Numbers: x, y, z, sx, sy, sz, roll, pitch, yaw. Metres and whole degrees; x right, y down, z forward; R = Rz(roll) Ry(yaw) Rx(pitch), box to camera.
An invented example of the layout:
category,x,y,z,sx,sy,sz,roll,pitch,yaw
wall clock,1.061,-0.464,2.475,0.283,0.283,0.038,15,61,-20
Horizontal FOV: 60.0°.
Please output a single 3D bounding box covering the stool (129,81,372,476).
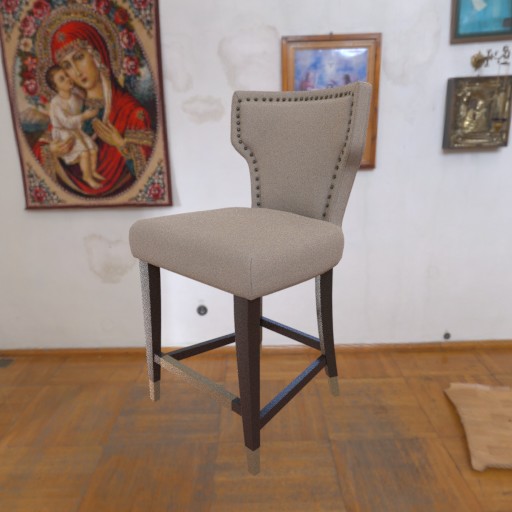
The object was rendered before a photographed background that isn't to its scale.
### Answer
category,x,y,z,sx,sy,sz,roll,pitch,yaw
stool,0.000,0.000,1.341,0.527,0.982,0.563,15,22,42
